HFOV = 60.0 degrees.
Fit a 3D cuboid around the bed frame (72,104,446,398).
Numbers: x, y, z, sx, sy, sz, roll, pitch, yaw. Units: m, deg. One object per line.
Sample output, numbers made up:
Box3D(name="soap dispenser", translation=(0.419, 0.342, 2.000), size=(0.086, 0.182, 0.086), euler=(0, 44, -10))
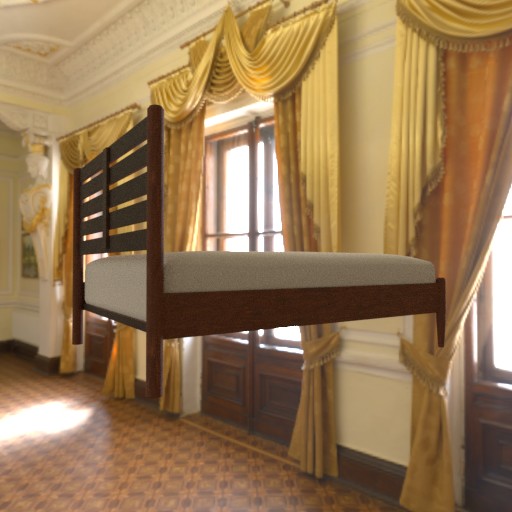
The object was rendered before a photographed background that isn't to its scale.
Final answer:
Box3D(name="bed frame", translation=(0.000, 0.000, 3.274), size=(2.234, 1.321, 1.655), euler=(1, -1, -34))
